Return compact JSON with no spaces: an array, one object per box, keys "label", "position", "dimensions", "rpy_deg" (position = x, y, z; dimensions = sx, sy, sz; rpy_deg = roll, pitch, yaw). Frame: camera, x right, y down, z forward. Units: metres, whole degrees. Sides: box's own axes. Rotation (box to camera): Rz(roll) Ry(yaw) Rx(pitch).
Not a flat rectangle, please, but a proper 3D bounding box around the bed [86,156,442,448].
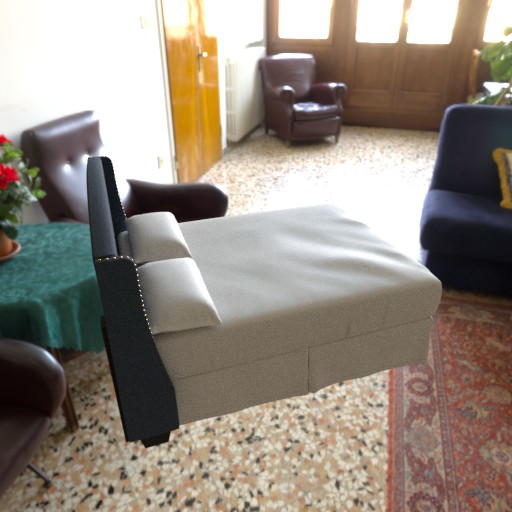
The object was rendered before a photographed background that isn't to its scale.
[{"label":"bed","position":[0.000,0.000,3.337],"dimensions":[2.237,1.407,1.710],"rpy_deg":[-10,31,-17]}]
